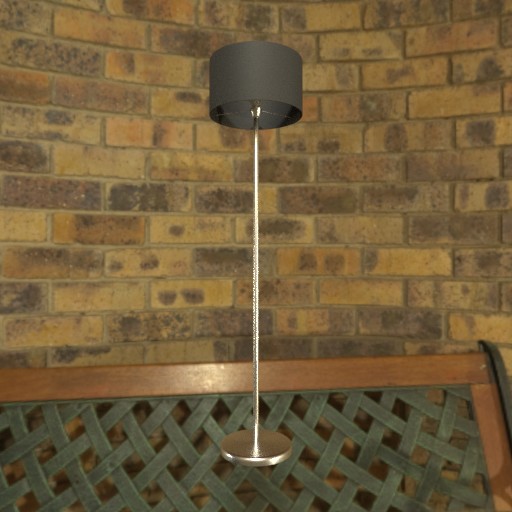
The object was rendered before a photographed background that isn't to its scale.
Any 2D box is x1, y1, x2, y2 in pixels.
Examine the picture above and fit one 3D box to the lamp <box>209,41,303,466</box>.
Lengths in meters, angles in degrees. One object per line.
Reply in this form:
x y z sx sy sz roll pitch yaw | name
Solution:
0.000 0.000 1.657 0.348 1.443 0.348 0 -1 -36 | lamp
